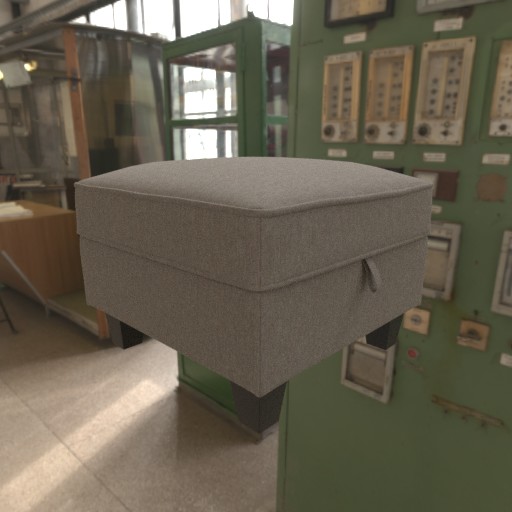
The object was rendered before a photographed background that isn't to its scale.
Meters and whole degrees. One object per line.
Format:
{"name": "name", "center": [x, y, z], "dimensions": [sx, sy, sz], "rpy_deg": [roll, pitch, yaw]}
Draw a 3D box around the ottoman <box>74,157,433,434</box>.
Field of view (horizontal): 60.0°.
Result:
{"name": "ottoman", "center": [0.000, 0.000, 1.411], "dimensions": [0.871, 0.612, 0.808], "rpy_deg": [14, 20, 43]}
